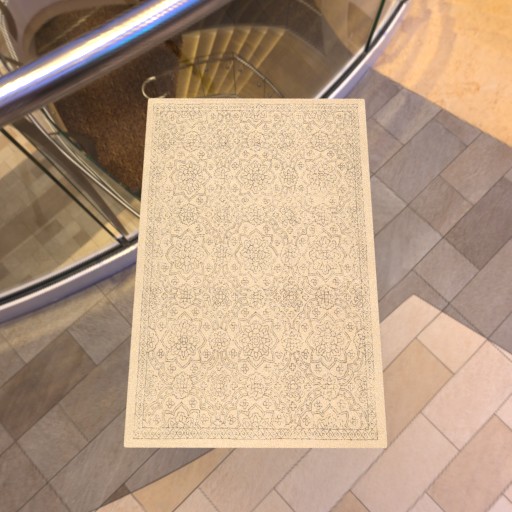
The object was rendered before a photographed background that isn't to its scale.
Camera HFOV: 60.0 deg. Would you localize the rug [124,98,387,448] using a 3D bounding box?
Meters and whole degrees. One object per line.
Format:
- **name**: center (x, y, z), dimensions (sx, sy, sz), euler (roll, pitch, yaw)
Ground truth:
- **rug**: center (0.000, 0.000, 2.273), dimensions (1.219, 0.010, 1.829), euler (0, 76, 0)
